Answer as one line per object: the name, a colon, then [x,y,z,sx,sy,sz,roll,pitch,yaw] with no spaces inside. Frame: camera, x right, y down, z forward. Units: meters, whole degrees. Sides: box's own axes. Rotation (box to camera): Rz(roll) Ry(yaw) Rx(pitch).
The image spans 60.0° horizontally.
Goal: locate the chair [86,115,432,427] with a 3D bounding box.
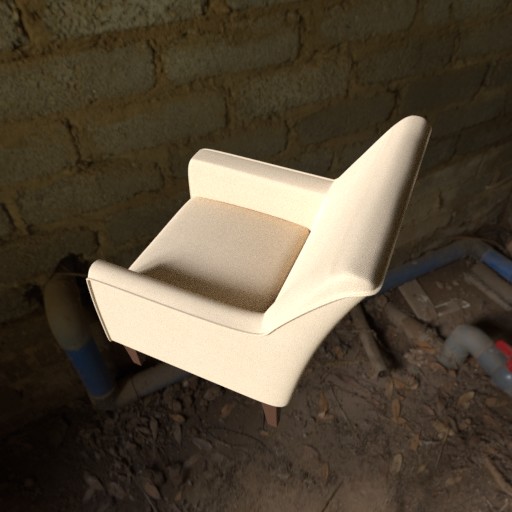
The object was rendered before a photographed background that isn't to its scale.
chair: [0.000,0.000,1.602,0.899,0.919,0.780,18,49,16]
